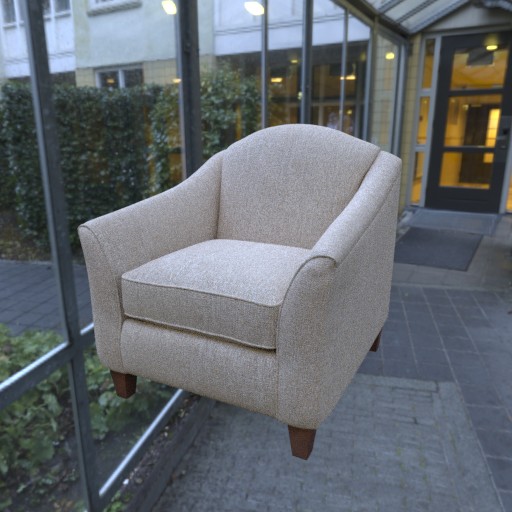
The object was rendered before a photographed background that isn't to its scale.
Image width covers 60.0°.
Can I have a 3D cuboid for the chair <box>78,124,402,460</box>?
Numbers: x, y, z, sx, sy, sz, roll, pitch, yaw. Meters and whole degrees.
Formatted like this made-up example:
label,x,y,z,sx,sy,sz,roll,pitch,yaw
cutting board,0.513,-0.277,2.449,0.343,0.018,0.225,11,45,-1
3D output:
label,x,y,z,sx,sy,sz,roll,pitch,yaw
chair,0.000,0.000,1.446,0.763,0.839,0.787,8,17,26
